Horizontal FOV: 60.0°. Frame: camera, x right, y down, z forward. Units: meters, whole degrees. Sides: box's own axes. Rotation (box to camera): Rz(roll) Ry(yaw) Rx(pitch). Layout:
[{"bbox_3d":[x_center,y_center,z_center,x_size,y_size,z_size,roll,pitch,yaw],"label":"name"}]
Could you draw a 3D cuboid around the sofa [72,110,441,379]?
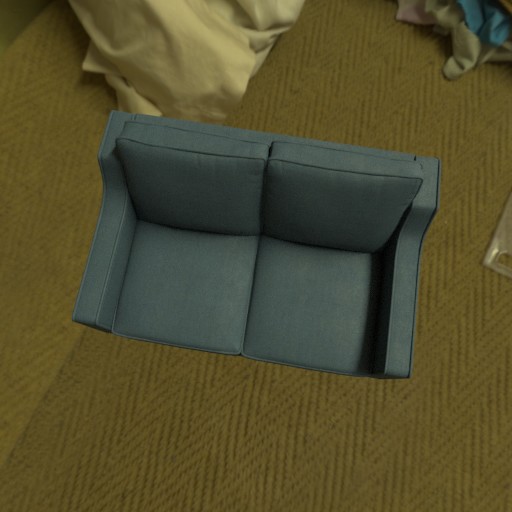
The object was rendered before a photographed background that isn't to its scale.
[{"bbox_3d":[0.000,0.000,2.190,1.501,0.971,0.987,9,75,2],"label":"sofa"}]
